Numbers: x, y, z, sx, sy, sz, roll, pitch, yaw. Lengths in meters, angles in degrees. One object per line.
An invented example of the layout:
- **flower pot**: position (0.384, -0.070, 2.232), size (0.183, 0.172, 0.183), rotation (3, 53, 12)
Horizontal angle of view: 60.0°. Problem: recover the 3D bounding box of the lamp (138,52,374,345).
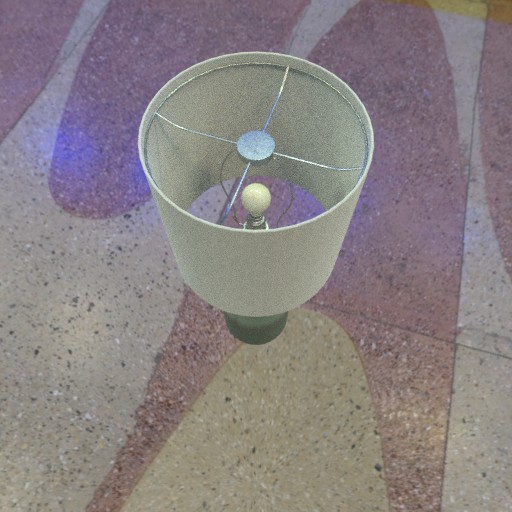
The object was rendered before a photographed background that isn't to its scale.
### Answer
- **lamp**: position (0.000, 0.000, 0.619), size (0.212, 0.493, 0.212), rotation (17, 64, 9)
